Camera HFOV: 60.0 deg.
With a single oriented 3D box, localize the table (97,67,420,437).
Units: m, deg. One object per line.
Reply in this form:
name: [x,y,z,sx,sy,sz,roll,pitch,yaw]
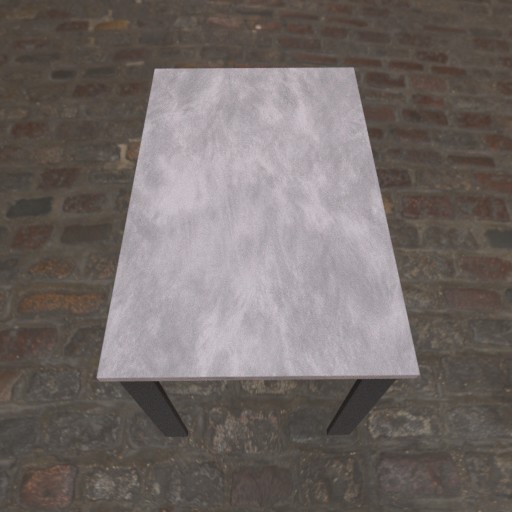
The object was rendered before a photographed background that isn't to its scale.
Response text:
table: [0.000,0.000,1.564,0.700,0.734,1.100,0,57,0]
